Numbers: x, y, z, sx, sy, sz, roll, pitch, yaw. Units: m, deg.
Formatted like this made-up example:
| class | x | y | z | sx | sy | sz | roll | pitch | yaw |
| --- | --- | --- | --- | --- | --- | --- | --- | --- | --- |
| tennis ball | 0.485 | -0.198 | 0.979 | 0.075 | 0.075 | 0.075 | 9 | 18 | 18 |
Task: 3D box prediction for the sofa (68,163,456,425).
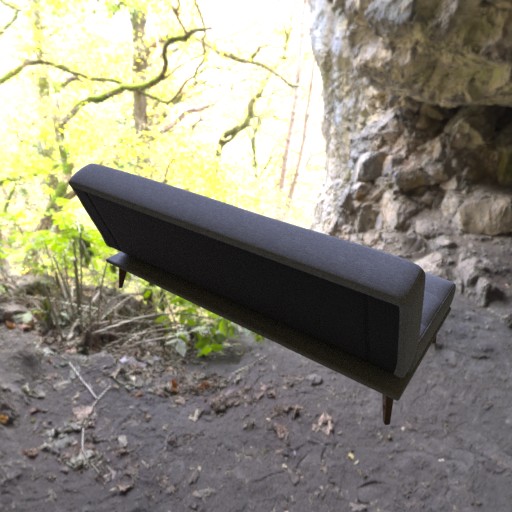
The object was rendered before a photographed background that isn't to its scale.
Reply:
| class | x | y | z | sx | sy | sz | roll | pitch | yaw |
| --- | --- | --- | --- | --- | --- | --- | --- | --- | --- |
| sofa | 0.000 | 0.000 | 2.279 | 1.800 | 0.810 | 0.860 | 20 | 36 | 31 |
